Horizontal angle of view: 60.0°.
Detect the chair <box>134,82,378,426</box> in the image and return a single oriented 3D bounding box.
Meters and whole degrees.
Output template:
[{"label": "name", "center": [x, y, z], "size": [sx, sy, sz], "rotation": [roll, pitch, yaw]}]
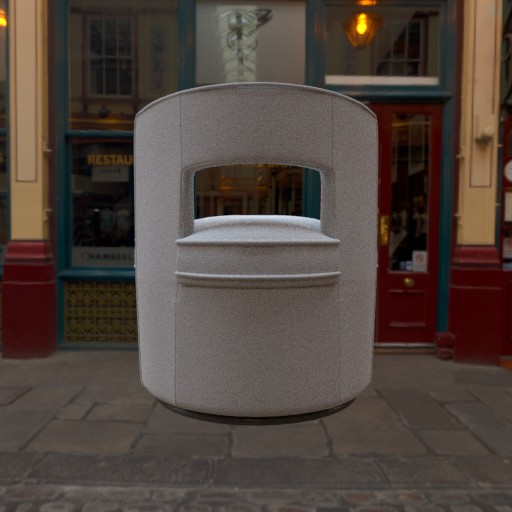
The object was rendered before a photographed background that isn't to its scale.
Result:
[{"label": "chair", "center": [0.000, 0.000, 1.219], "size": [0.650, 0.723, 0.665], "rotation": [0, 1, -1]}]
